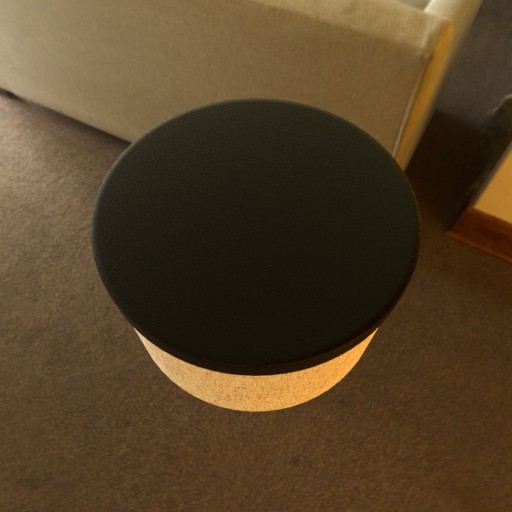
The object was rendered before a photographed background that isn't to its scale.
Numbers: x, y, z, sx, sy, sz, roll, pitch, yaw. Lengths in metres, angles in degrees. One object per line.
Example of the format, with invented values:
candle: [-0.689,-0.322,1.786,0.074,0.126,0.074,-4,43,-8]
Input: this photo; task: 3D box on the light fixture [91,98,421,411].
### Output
light fixture: [0.000,0.000,0.627,0.389,0.229,0.389,0,58,0]
